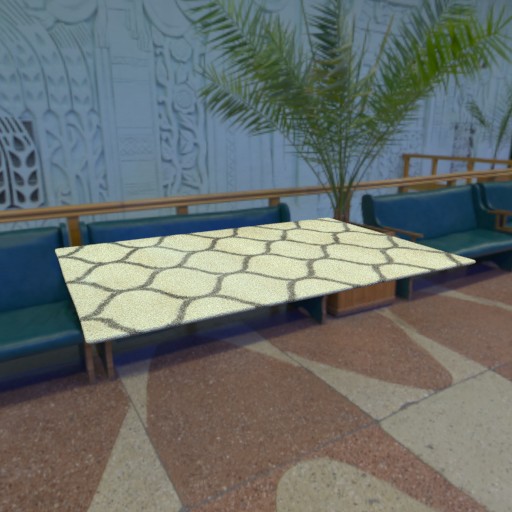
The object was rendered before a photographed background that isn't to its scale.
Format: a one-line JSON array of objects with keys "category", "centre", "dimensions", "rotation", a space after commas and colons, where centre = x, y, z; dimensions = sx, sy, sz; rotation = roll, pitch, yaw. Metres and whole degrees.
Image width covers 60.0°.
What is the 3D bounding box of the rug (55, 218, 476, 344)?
[{"category": "rug", "centre": [0.000, 0.000, 3.394], "dimensions": [2.701, 0.026, 1.801], "rotation": [-8, 18, -27]}]
